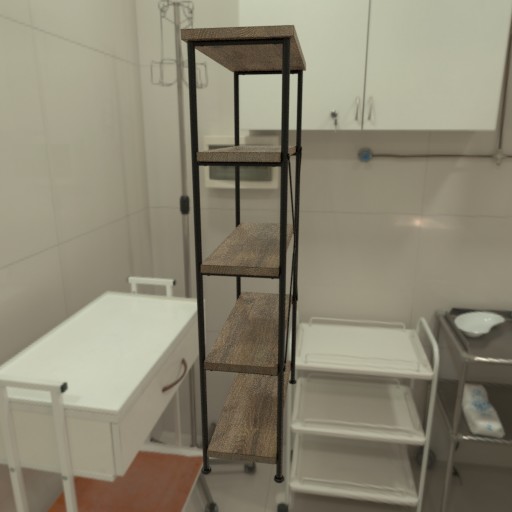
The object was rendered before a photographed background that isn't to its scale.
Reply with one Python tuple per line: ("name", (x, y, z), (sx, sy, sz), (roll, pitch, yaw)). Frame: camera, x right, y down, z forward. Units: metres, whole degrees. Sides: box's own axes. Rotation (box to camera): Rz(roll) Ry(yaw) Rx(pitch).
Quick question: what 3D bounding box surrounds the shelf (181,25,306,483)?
("shelf", (0.000, 0.000, 1.988), (0.360, 1.700, 0.800), (2, 16, 8))
